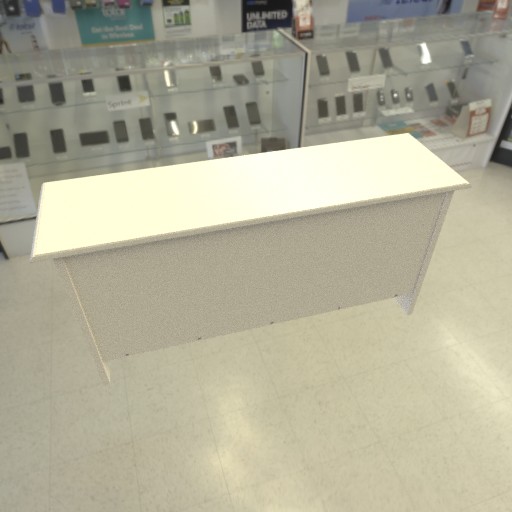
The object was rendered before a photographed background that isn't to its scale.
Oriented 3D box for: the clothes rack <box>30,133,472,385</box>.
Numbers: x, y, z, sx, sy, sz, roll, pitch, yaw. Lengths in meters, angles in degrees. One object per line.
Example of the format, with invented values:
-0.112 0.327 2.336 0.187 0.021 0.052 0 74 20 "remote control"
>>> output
0.000 0.000 1.366 1.120 0.531 0.324 -11 42 -12 "clothes rack"
